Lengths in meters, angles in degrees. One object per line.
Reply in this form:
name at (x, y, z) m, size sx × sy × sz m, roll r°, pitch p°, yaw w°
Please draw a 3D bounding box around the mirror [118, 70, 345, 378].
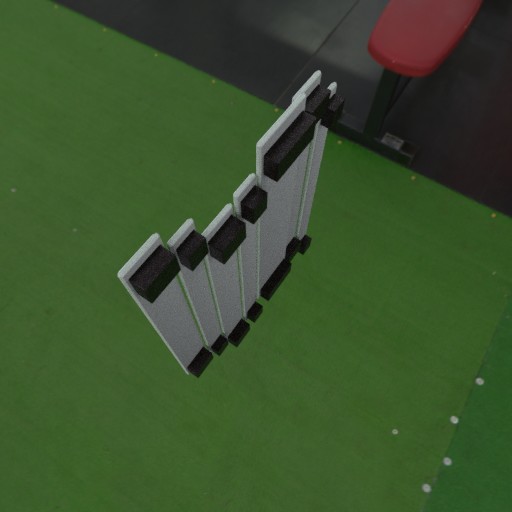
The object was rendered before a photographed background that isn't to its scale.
mirror at (0.000, 0.000, 0.815) m, size 0.058 × 0.611 × 0.445 m, roll 32°, pitch 68°, yaw 14°
